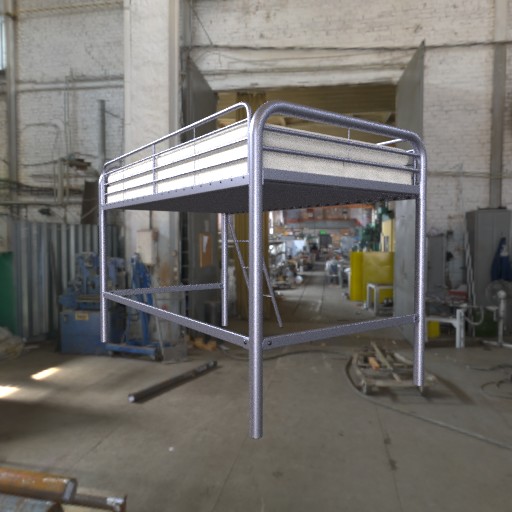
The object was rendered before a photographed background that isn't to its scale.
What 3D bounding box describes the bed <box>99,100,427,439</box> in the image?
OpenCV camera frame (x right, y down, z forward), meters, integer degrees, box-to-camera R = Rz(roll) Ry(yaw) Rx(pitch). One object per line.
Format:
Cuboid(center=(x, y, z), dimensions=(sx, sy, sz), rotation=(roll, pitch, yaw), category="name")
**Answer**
Cuboid(center=(0.000, 0.000, 2.842), dimensions=(1.415, 1.288, 1.965), rotation=(-2, 3, -35), category="bed")
